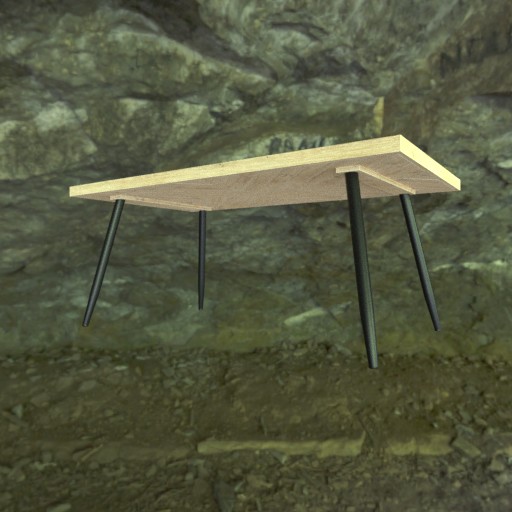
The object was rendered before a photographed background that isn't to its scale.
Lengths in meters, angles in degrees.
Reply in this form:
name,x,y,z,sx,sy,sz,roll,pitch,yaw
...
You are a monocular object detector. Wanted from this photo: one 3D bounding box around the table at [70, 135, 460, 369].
name,x,y,z,sx,sy,sz,roll,pitch,yaw
table,0.000,0.000,2.326,1.803,0.762,0.991,0,0,35
